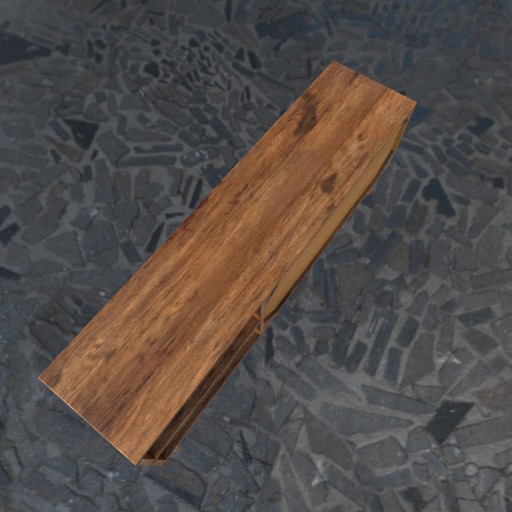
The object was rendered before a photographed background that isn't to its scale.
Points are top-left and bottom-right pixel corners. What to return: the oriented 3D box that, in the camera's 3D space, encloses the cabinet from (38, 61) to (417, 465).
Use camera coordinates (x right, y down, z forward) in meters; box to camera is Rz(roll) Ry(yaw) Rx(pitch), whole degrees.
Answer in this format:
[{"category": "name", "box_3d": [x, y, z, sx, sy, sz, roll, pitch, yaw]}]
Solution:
[{"category": "cabinet", "box_3d": [0.000, 0.000, 1.604, 0.349, 0.528, 1.448, 34, 69, 15]}]
